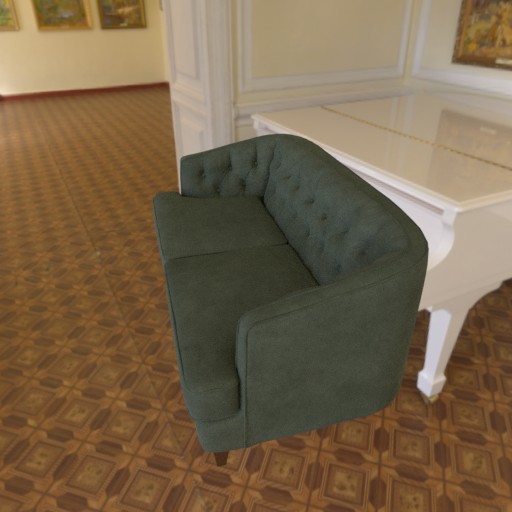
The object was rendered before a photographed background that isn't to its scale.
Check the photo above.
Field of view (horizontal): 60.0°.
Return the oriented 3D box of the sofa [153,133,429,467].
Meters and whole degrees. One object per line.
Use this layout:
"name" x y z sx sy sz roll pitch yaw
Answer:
"sofa" 0.000 0.000 2.243 0.941 0.855 1.733 -8 31 -13
